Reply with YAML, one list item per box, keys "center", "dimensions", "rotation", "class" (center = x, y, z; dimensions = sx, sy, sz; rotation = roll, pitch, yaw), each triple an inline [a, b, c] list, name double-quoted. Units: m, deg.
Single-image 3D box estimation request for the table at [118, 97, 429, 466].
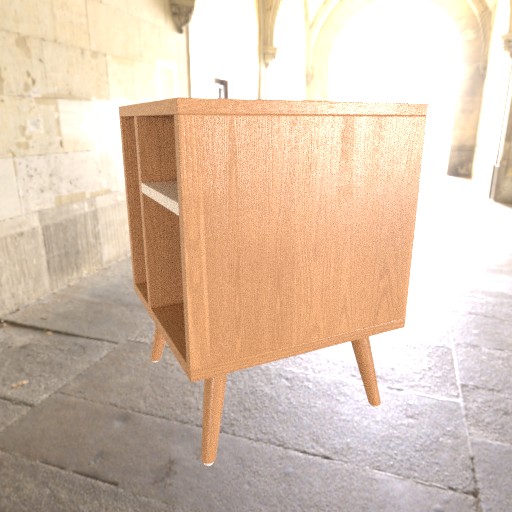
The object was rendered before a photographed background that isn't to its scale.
- center: [0.000, 0.000, 0.852]
  dimensions: [0.400, 0.550, 0.400]
  rotation: [-8, 19, -25]
  class: "table"
